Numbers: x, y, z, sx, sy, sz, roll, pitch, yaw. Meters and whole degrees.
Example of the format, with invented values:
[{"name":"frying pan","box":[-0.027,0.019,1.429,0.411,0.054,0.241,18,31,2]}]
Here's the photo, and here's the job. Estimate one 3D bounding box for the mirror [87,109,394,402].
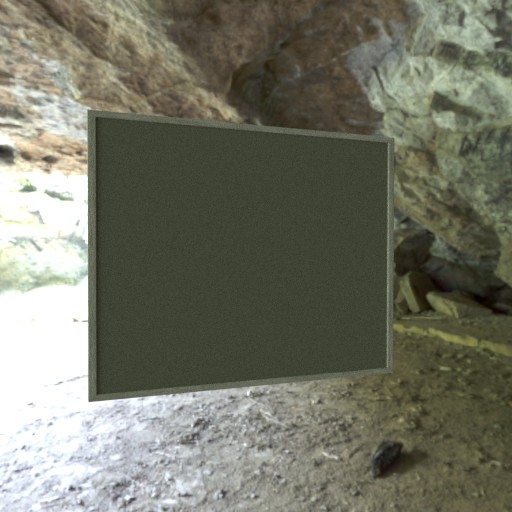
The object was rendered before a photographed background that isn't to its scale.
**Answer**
[{"name":"mirror","box":[0.000,0.000,1.179,0.839,0.689,0.028,0,1,-18]}]
